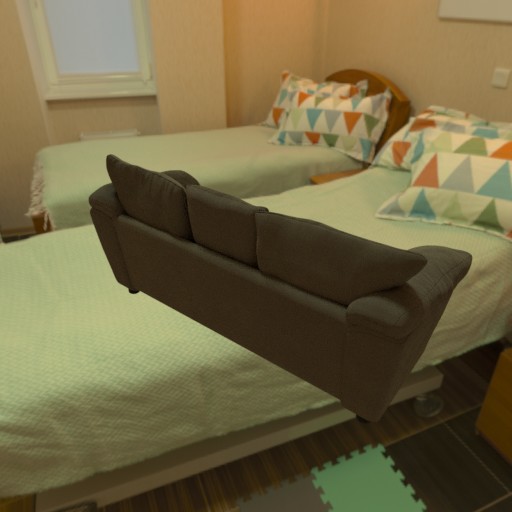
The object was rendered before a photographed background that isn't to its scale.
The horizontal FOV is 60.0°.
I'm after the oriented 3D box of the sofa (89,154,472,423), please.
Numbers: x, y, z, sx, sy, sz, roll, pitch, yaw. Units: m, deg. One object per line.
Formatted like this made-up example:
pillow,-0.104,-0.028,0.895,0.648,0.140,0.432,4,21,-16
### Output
sofa,0.000,0.000,2.827,2.336,1.073,0.878,22,37,32
